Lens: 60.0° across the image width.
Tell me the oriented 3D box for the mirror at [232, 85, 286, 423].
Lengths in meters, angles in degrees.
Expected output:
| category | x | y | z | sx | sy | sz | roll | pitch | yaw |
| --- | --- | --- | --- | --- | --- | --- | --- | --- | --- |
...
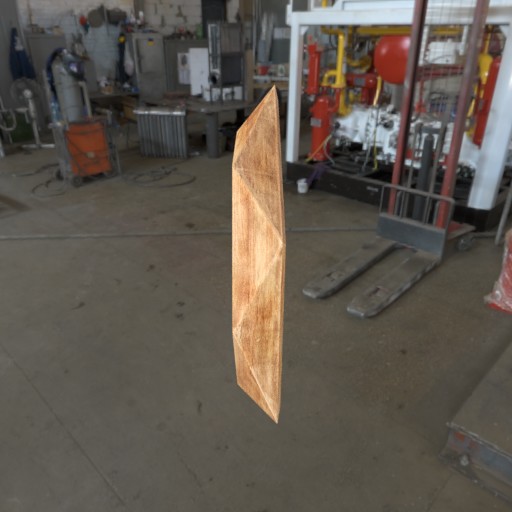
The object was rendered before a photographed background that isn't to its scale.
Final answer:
| category | x | y | z | sx | sy | sz | roll | pitch | yaw |
| --- | --- | --- | --- | --- | --- | --- | --- | --- | --- |
| mirror | 0.000 | 0.000 | 1.075 | 0.091 | 0.779 | 0.675 | 0 | 27 | 0 |
